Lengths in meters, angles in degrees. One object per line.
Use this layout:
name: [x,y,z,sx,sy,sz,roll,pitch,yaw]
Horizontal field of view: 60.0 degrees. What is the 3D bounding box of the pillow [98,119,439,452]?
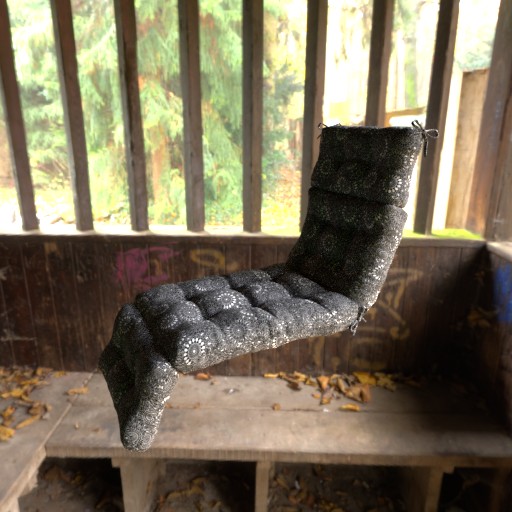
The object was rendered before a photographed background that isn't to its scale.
pillow: [0.000,0.000,1.463,1.016,0.863,0.526,-8,19,-26]
